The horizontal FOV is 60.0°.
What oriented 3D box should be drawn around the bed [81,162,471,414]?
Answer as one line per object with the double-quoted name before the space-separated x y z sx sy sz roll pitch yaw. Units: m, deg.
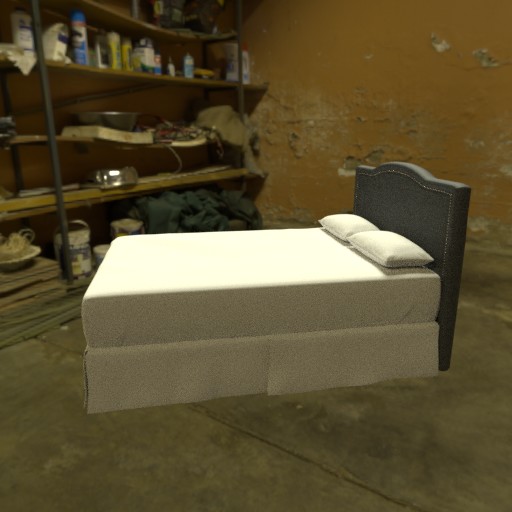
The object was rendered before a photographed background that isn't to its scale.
"bed" 0.000 0.000 3.549 2.507 1.441 1.747 -3 16 -10
